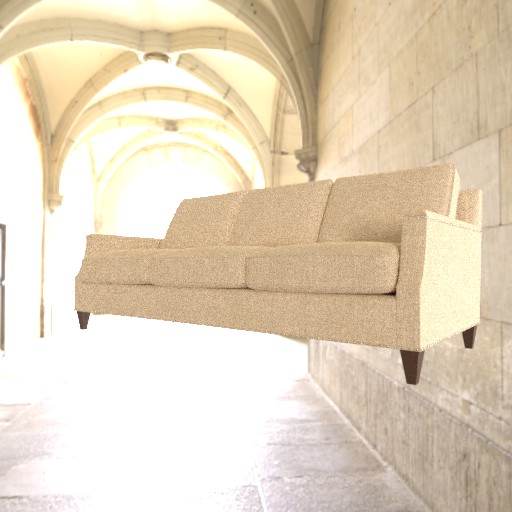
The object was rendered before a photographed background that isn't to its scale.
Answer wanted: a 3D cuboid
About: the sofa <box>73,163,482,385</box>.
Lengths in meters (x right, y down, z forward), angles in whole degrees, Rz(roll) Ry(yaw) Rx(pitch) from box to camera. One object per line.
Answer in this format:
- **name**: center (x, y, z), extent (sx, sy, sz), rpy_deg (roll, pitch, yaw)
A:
- **sofa**: center (0.000, 0.000, 2.586), extent (2.210, 0.940, 1.041), rpy_deg (-1, -1, 38)
